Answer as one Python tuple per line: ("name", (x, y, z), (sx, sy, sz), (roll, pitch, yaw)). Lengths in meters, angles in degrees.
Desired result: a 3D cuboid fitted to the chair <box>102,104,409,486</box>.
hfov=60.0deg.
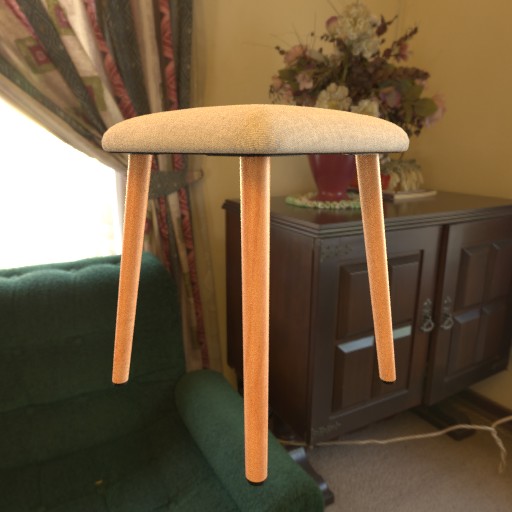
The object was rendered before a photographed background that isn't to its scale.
("chair", (0.000, 0.000, 0.699), (0.350, 0.440, 0.350), (13, 19, 43))
